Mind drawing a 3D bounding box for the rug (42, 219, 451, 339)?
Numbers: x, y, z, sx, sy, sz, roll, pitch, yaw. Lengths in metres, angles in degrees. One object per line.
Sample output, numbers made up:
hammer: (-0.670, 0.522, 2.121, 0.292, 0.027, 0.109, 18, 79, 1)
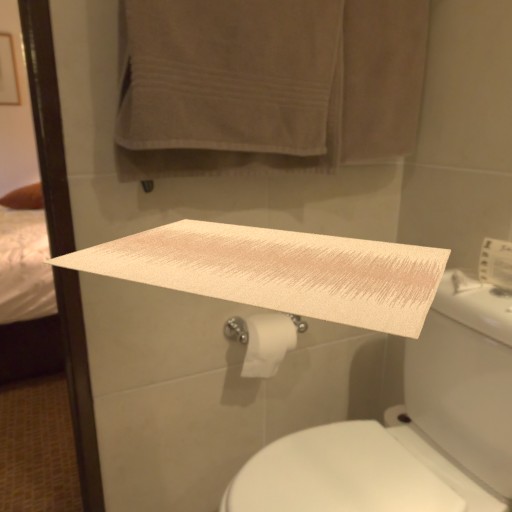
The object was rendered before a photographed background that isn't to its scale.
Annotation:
rug: (0.000, 0.000, 2.390, 1.850, 0.006, 1.234, 8, 18, 26)
